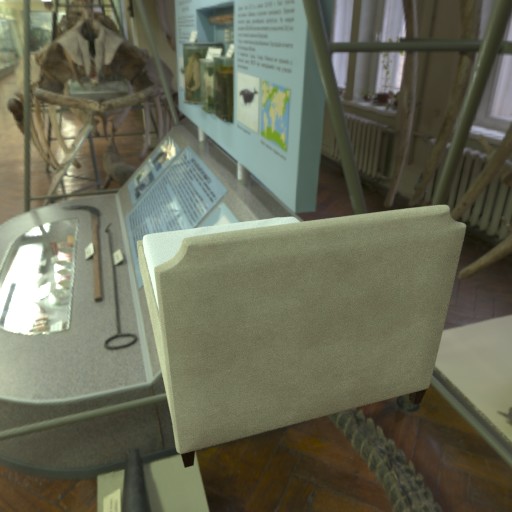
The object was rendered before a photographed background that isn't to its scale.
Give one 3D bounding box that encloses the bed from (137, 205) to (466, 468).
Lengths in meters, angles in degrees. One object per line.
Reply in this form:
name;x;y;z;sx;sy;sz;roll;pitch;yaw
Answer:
bed;0.000;0.000;3.451;1.712;1.443;2.372;-8;27;-16
